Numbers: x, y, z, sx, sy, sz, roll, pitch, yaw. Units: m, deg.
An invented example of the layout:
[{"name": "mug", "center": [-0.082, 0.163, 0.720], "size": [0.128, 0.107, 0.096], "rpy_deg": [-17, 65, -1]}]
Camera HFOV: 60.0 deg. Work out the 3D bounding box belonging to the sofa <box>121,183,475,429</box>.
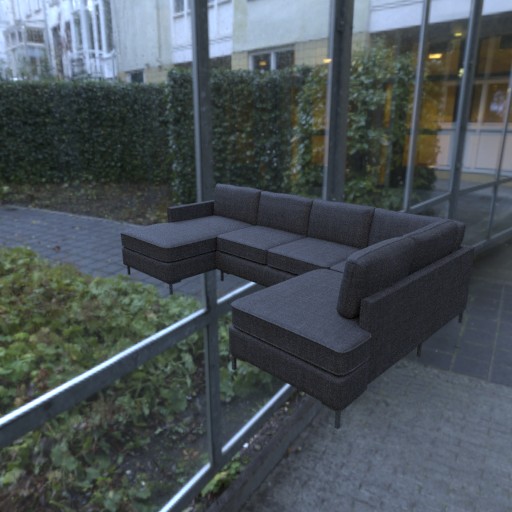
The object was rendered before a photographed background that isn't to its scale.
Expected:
[{"name": "sofa", "center": [0.000, 0.000, 4.345], "size": [3.423, 0.999, 2.048], "rpy_deg": [17, 24, 42]}]
